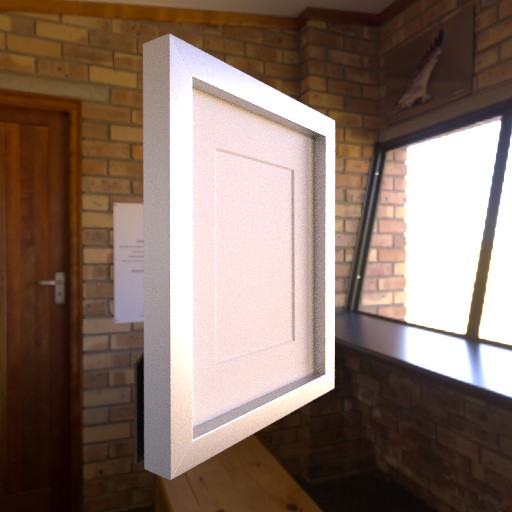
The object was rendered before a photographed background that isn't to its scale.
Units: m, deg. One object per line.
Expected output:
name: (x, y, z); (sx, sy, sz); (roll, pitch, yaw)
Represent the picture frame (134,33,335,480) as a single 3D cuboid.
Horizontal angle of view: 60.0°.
picture frame: (0.000, 0.000, 0.383); (0.036, 0.282, 0.233); (1, 1, 36)
